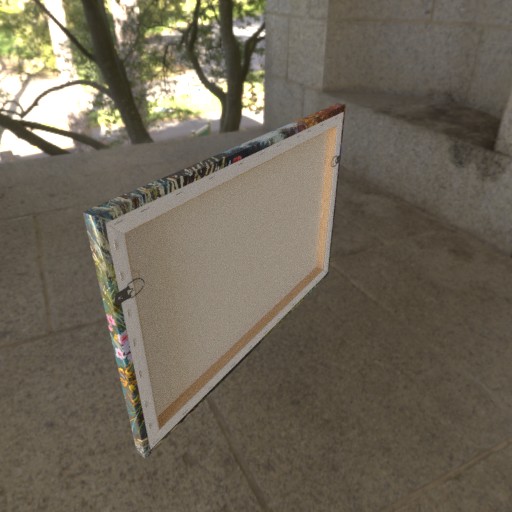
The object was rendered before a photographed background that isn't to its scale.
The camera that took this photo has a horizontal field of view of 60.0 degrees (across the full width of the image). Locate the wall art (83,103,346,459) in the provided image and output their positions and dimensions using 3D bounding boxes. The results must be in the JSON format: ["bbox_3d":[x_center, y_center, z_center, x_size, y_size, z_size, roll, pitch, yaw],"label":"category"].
[{"bbox_3d":[0.000,0.000,1.456,0.042,0.760,1.136,20,37,29],"label":"wall art"}]
